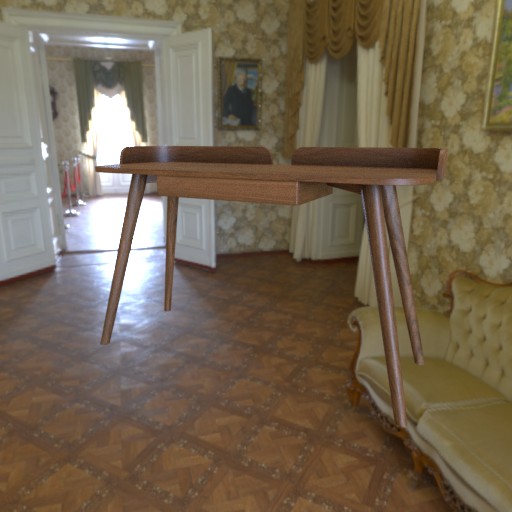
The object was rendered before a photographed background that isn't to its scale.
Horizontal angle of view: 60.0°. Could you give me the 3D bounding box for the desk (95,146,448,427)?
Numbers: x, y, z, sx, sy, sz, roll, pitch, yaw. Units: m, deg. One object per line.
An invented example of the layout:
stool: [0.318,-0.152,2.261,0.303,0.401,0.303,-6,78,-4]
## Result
desk: [0.000,0.000,1.686,1.256,0.800,0.486,7,16,26]
